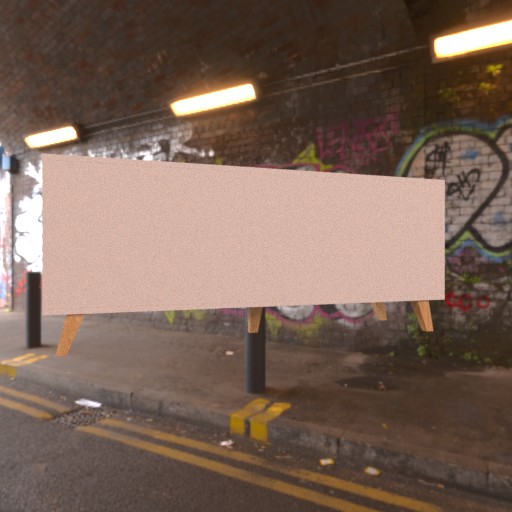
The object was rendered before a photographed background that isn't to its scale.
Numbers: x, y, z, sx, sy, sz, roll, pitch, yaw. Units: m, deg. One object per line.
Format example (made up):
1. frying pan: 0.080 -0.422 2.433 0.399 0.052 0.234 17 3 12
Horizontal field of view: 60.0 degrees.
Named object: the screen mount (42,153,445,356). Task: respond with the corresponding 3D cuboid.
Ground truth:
1. screen mount: 0.000 0.000 1.759 1.490 0.619 0.400 0 0 -19
